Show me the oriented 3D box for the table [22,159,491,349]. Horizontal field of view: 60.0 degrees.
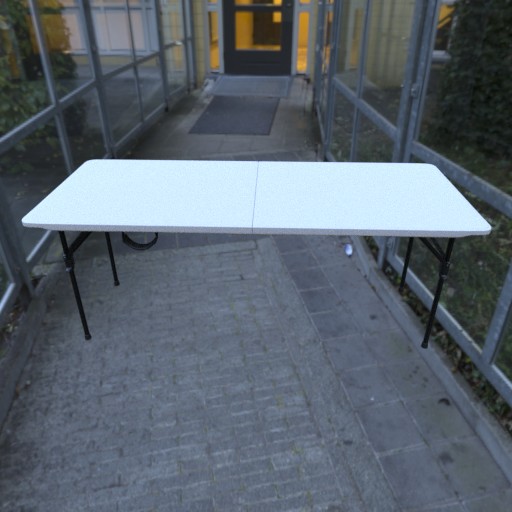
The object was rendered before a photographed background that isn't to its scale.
[{"bbox_3d":[0.000,0.000,2.202,1.829,0.719,0.761,1,31,2],"label":"table"}]
